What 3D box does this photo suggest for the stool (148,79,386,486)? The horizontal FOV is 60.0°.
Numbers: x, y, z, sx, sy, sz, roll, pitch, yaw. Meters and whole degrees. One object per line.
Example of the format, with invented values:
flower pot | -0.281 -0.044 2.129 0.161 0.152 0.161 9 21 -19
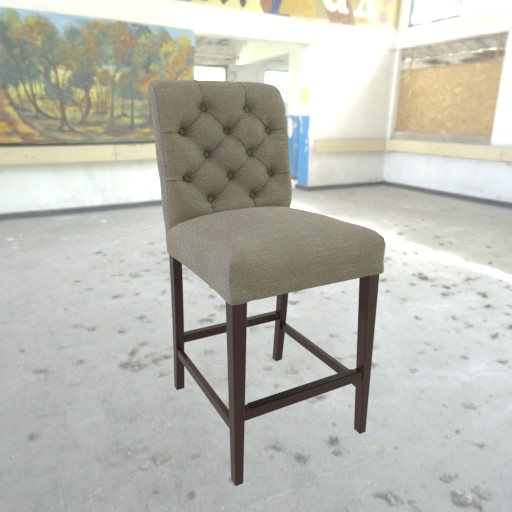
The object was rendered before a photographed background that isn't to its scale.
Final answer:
stool | 0.000 0.000 1.421 0.486 1.084 0.660 -9 20 -27
